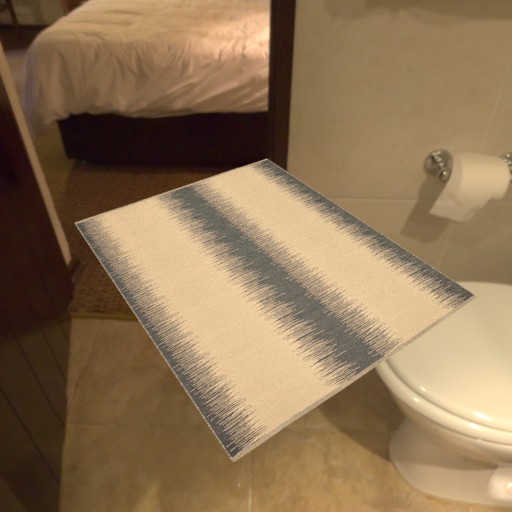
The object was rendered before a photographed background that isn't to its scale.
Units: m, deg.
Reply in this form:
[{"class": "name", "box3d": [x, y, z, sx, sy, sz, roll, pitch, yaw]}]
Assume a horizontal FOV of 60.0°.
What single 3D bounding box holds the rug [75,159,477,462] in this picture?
[{"class": "rug", "box3d": [0.000, 0.000, 4.150, 2.453, 0.004, 3.037, -24, 45, -26]}]
